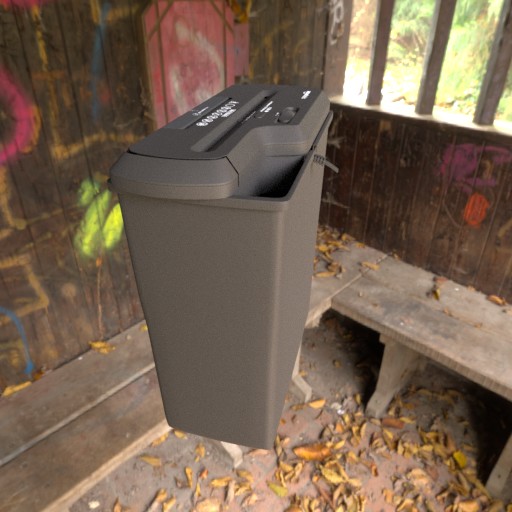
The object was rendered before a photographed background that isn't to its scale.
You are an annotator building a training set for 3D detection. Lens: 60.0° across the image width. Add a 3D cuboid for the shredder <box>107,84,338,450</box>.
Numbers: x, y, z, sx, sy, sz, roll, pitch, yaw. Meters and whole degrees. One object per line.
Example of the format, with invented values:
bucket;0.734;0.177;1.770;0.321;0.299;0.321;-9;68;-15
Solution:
shredder;0.000;0.000;0.516;0.170;0.335;0.320;8;32;13
